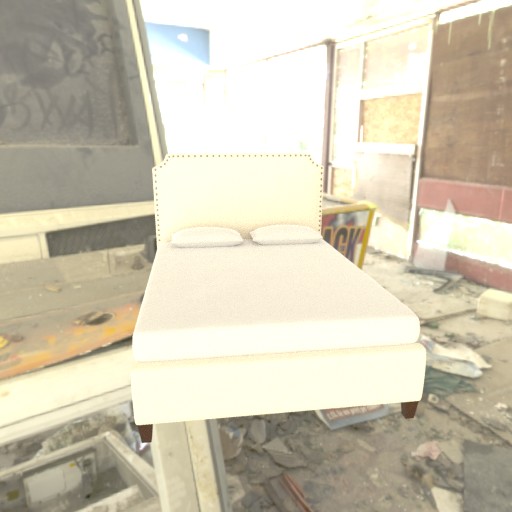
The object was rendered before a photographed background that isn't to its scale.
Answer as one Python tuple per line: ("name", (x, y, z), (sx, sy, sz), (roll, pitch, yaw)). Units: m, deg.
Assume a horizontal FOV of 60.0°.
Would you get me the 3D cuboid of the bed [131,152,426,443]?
("bed", (0.000, 0.000, 3.502), (1.712, 1.497, 2.372), (-2, 16, -8))
